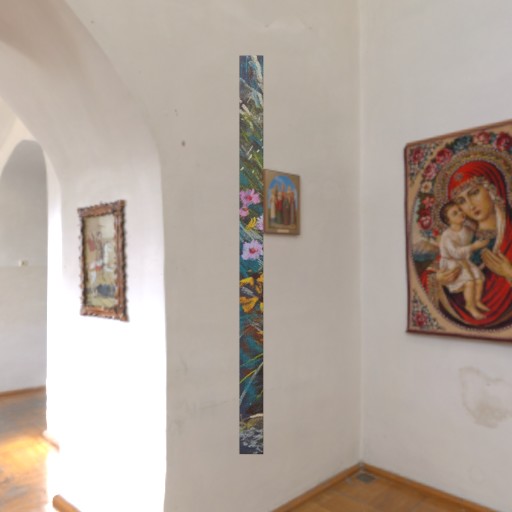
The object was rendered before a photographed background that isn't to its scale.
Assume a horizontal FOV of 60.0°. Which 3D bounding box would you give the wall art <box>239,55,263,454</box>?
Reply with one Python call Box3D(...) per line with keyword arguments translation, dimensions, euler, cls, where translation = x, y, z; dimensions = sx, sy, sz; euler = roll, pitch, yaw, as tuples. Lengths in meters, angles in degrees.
Box3D(translation=(0.000, 0.000, 1.125), dimensions=(0.037, 0.604, 0.908), euler=(0, 0, 1), cls="wall art")
